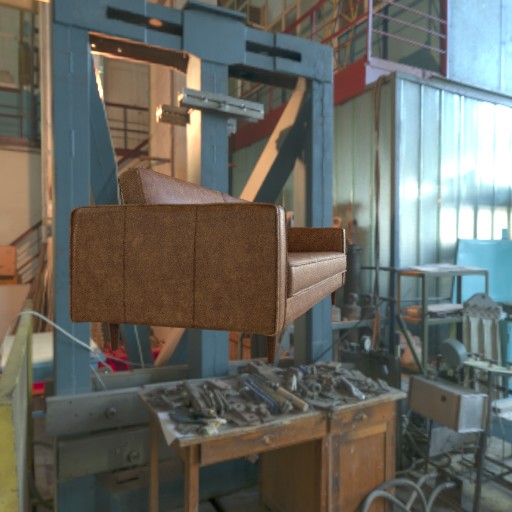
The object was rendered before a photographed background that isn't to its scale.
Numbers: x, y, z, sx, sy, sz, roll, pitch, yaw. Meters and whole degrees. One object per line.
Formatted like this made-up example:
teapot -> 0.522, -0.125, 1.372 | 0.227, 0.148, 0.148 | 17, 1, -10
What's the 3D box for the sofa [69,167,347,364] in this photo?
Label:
sofa -> 0.000, 0.000, 2.645 | 0.886, 0.779, 2.199 | 0, 1, 17
